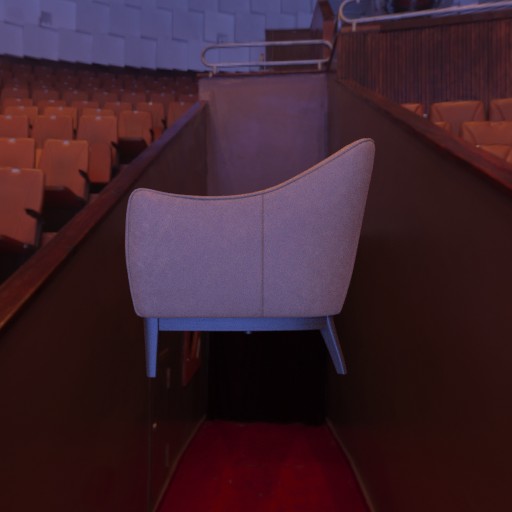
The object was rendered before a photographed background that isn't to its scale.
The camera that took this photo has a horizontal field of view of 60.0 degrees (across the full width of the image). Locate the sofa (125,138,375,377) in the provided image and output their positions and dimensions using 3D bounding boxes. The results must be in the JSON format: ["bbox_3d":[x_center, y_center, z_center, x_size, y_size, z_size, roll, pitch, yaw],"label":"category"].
[{"bbox_3d":[0.000,0.000,2.378,0.869,0.830,1.928,0,0,0],"label":"sofa"}]
